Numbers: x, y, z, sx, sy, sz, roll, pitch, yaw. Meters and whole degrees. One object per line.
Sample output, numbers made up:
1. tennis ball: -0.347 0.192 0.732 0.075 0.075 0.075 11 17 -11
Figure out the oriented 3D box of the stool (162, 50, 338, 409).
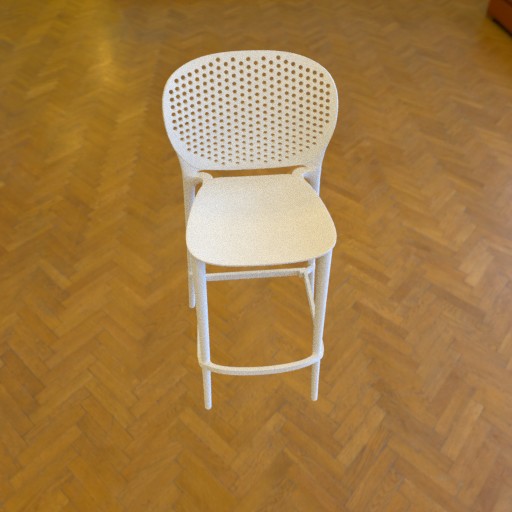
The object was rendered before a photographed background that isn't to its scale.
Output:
1. stool: 0.000 0.000 1.383 0.536 1.045 0.535 -3 47 -3
